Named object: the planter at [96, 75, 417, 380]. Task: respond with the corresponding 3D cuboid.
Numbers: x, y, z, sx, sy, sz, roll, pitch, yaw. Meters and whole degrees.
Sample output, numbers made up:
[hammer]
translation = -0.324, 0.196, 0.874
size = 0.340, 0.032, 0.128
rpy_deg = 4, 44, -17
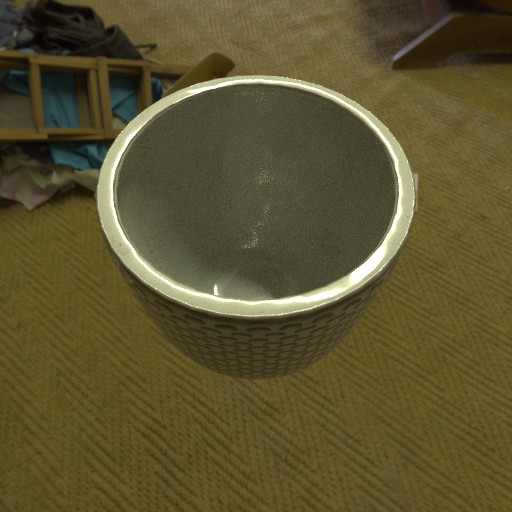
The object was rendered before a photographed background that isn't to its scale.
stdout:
[planter]
translation = 0.000, 0.000, 0.351
size = 0.197, 0.191, 0.197
rpy_deg = 0, 58, 0
